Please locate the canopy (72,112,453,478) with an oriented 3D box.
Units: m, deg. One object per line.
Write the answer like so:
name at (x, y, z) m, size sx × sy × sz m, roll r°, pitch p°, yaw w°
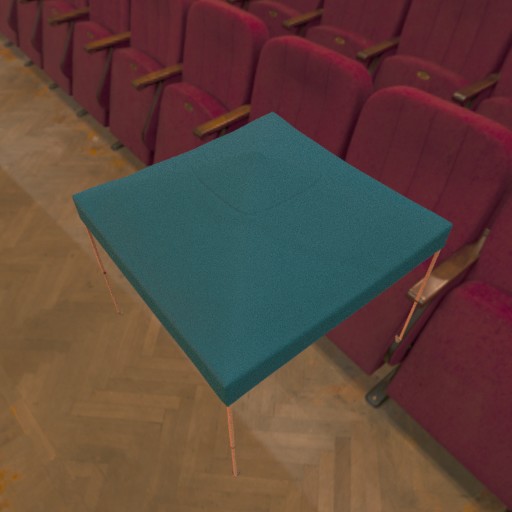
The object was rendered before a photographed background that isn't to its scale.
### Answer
canopy at (0.000, 0.000, 5.392) m, size 2.996 × 2.997 × 2.998 m, roll -30°, pitch 54°, yaw -25°
